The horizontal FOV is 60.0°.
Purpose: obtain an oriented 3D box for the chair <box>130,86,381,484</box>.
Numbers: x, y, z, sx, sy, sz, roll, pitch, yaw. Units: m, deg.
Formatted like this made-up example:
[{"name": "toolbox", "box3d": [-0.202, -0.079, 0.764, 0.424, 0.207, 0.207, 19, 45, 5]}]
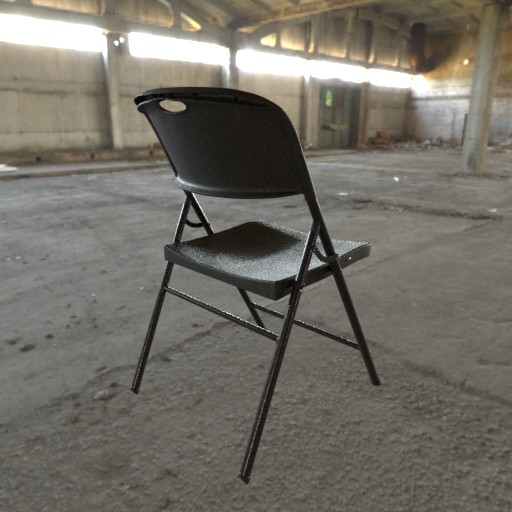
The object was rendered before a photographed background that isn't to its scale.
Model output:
[{"name": "chair", "box3d": [0.000, 0.000, 1.180, 0.567, 0.810, 0.494, -16, 22, -42]}]
